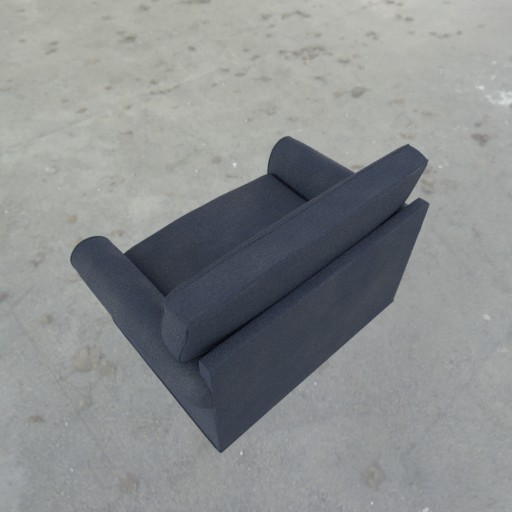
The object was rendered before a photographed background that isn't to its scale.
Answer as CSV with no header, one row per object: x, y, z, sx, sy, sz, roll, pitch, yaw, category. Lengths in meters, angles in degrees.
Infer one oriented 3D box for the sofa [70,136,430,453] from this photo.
0.000,0.000,2.116,1.405,1.004,0.938,-33,55,-27,sofa
